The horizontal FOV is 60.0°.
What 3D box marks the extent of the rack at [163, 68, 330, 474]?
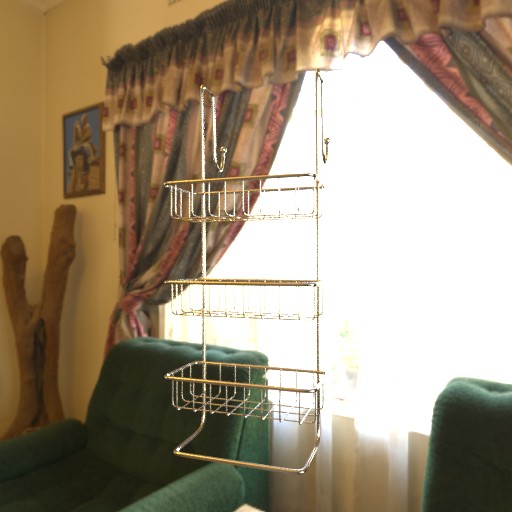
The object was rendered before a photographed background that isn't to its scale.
[{"bbox_3d":[0.000,0.000,0.697,0.228,0.574,0.202,0,-1,19],"label":"rack"}]
